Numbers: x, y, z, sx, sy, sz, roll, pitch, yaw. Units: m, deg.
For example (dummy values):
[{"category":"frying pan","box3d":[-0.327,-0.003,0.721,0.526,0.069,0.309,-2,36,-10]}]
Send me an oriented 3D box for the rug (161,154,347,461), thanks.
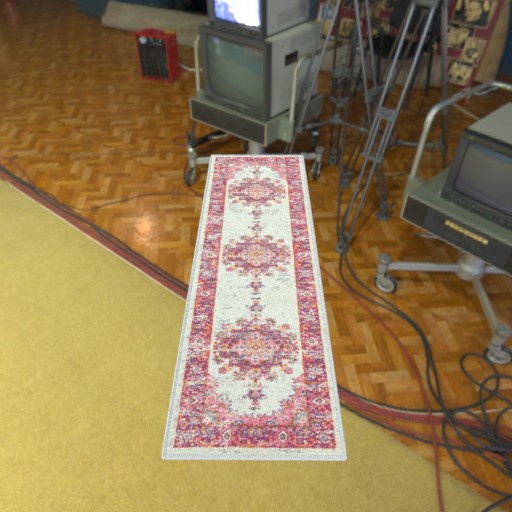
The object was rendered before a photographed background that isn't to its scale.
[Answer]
[{"category":"rug","box3d":[0.000,0.000,2.004,0.562,0.009,1.824,0,42,0]}]
